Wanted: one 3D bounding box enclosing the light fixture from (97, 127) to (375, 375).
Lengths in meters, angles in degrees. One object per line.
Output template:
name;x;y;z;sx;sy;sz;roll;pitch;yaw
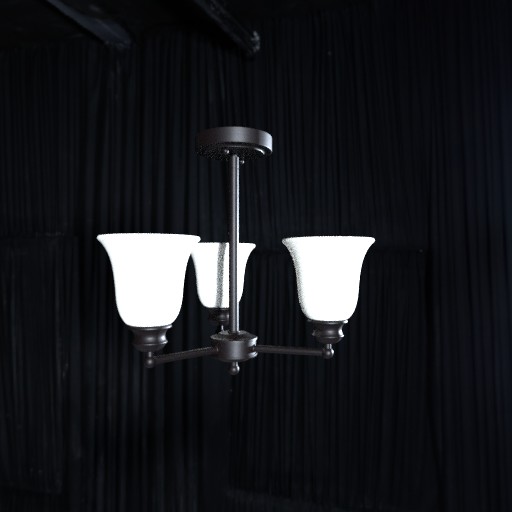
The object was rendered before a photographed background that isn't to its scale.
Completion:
light fixture;0.000;0.000;0.684;0.354;0.370;0.388;0;-1;17
